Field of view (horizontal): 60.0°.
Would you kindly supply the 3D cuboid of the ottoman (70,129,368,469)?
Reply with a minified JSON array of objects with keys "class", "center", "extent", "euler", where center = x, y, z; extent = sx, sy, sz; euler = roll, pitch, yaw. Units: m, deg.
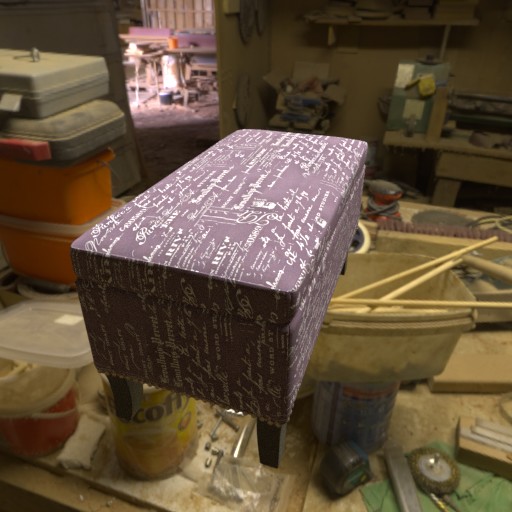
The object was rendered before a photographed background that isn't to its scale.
[{"class":"ottoman","center":[0.000,0.000,1.104],"extent":[0.406,0.457,0.813],"euler":[10,32,17]}]
